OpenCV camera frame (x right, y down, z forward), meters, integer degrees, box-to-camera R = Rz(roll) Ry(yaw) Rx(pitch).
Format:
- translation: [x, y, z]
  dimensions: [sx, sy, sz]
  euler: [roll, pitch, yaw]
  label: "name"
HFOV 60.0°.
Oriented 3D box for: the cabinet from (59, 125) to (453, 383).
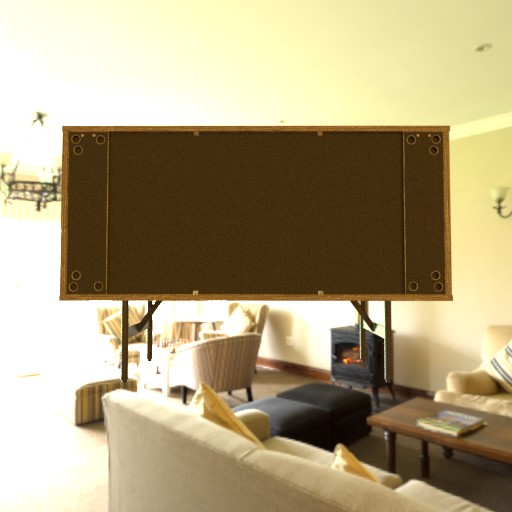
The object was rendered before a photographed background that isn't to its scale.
- translation: [0.000, 0.000, 1.549]
  dimensions: [1.194, 0.787, 0.405]
  euler: [0, -2, 0]
  label: "cabinet"
